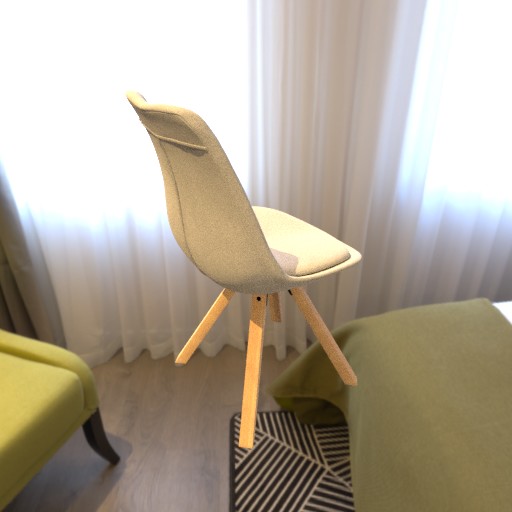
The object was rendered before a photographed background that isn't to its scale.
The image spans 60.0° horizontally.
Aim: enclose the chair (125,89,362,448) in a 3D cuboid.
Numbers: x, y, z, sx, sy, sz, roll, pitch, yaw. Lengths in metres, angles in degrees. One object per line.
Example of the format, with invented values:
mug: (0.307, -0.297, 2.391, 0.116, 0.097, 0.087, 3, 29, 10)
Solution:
chair: (0.000, 0.000, 1.200, 0.549, 0.863, 0.474, -18, 33, -29)
